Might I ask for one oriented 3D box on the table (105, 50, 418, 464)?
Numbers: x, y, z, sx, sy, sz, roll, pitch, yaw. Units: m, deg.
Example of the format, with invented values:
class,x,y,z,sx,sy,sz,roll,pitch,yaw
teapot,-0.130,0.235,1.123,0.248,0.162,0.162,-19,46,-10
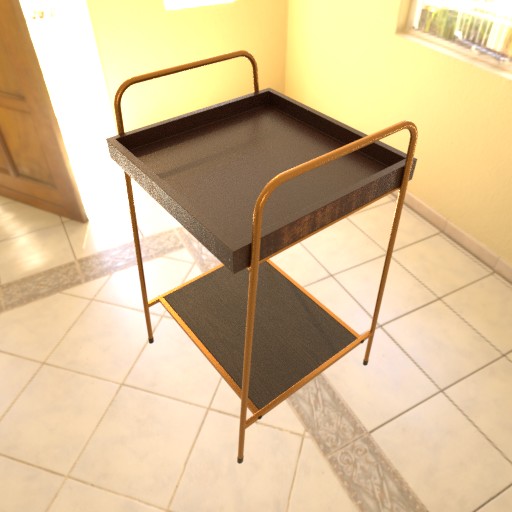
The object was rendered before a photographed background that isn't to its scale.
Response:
class,x,y,z,sx,sy,sz,roll,pitch,yaw
table,0.000,0.000,0.972,0.430,0.710,0.430,-28,49,-27
